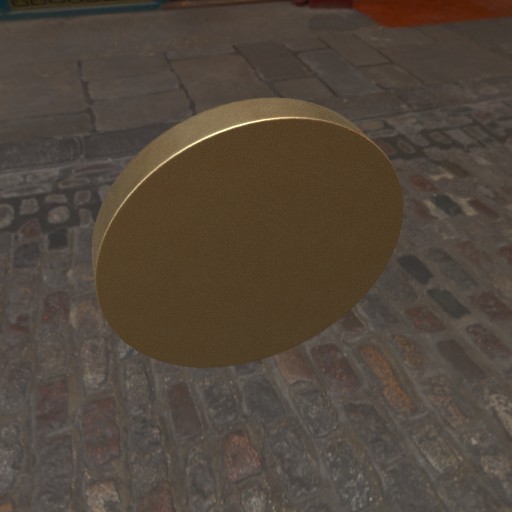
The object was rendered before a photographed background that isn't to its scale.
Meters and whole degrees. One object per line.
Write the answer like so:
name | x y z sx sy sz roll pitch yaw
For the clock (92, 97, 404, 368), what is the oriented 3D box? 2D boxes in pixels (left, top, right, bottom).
clock | 0.000 0.000 0.453 0.314 0.314 0.040 -13 44 -14
